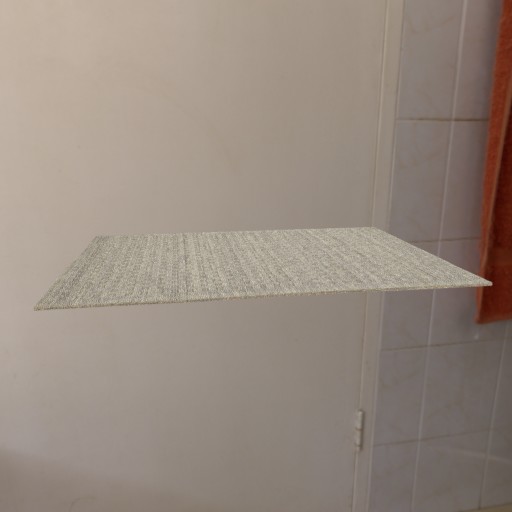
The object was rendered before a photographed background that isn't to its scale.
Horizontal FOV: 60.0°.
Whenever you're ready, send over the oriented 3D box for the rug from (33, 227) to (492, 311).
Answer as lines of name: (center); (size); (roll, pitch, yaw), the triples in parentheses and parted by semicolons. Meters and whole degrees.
rug: (0.000, 0.000, 2.904); (2.297, 0.018, 1.532); (-2, 15, -9)
